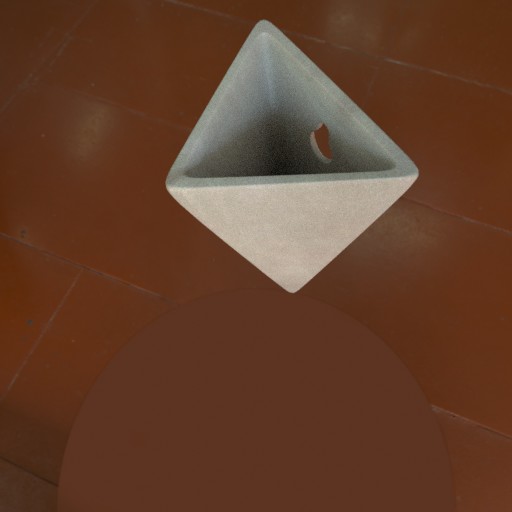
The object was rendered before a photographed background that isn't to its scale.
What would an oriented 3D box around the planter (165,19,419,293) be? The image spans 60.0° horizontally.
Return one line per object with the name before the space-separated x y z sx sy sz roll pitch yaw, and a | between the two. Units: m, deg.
planter | 0.000 0.000 0.269 0.081 0.224 0.101 -31 68 -14
